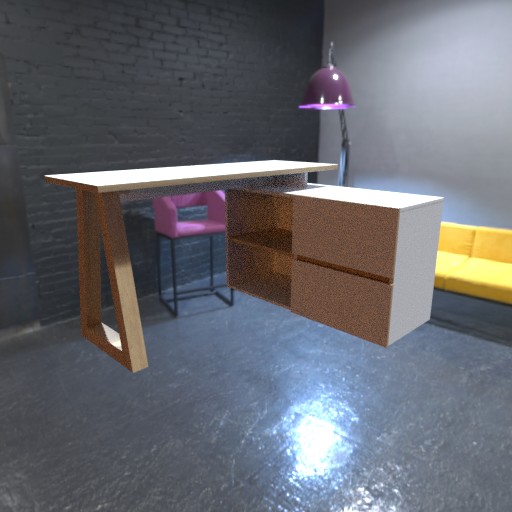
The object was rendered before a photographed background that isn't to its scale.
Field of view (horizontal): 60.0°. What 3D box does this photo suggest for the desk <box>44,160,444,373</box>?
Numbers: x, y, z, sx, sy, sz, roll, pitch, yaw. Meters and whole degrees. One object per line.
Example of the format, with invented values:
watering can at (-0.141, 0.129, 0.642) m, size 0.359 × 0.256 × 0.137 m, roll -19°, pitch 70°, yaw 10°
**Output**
desk at (0.000, 0.000, 2.052) m, size 1.404 × 0.755 × 1.098 m, roll -15°, pitch 22°, yaw -42°
